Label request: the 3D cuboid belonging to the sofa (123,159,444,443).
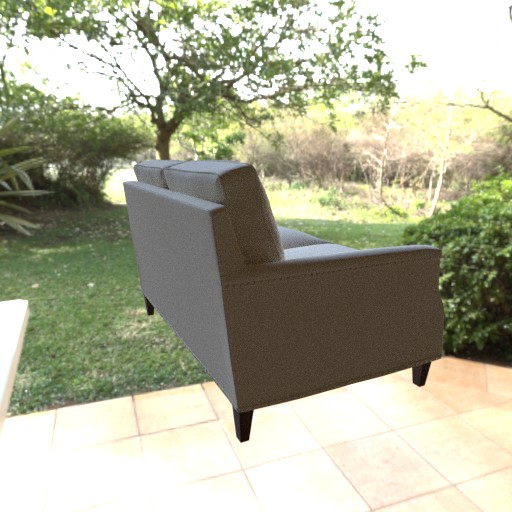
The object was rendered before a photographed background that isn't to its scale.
[{"bbox_3d":[0.000,0.000,2.328,1.084,1.003,1.597,-7,15,-26],"label":"sofa"}]
